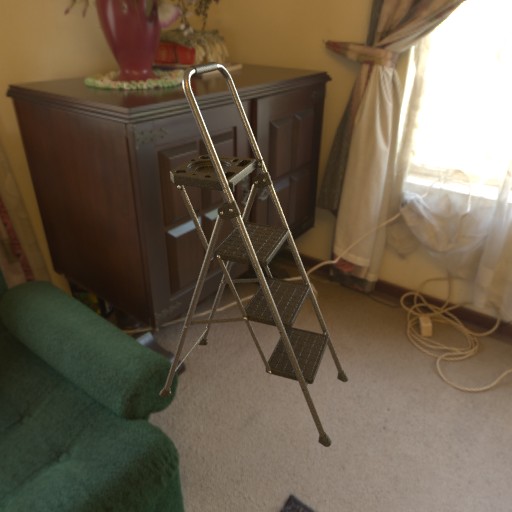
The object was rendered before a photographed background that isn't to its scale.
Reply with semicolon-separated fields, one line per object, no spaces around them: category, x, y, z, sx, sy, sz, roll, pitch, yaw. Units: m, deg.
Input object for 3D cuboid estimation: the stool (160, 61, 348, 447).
stool;0.000;0.000;1.610;0.733;1.277;0.396;10;30;18
